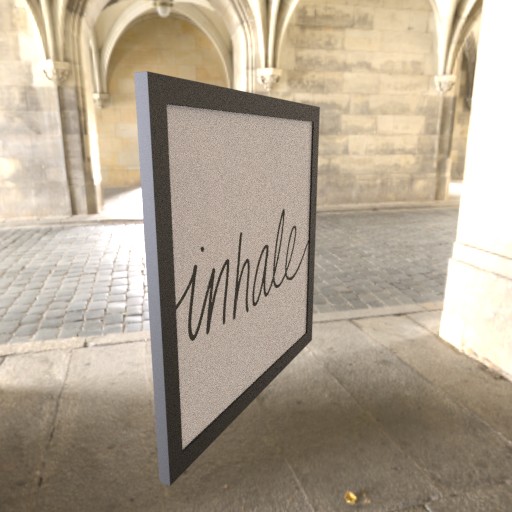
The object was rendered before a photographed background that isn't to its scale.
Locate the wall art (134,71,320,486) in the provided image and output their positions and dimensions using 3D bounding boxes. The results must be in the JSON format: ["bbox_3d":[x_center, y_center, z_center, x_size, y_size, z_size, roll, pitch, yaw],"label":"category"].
[{"bbox_3d":[0.000,0.000,0.518,0.013,0.356,0.356,8,16,27],"label":"wall art"}]
